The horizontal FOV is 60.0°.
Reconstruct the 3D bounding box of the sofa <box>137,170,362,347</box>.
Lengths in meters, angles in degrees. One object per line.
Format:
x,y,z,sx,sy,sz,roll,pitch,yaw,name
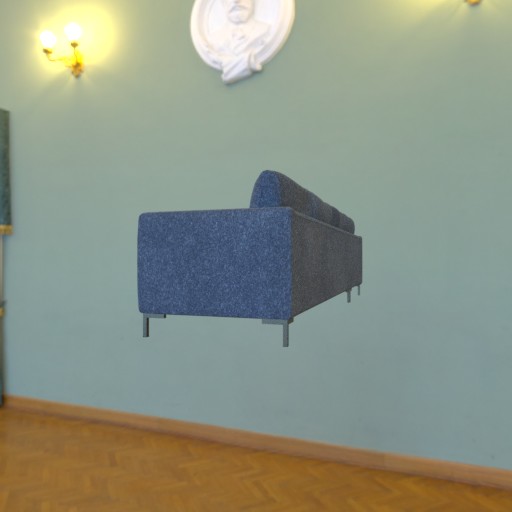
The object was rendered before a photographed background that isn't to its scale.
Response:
0.000,0.000,3.499,1.350,0.810,2.932,0,0,19,sofa
